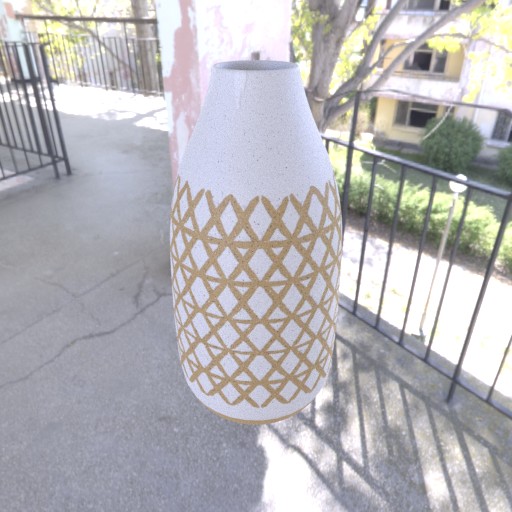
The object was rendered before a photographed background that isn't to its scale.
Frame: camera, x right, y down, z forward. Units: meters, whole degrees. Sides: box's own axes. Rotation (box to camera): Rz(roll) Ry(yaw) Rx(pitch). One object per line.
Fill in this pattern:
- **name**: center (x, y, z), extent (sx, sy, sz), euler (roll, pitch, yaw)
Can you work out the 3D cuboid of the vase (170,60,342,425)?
- **vase**: center (0.000, 0.000, 0.477), extent (0.186, 0.380, 0.186), euler (0, 30, 0)
